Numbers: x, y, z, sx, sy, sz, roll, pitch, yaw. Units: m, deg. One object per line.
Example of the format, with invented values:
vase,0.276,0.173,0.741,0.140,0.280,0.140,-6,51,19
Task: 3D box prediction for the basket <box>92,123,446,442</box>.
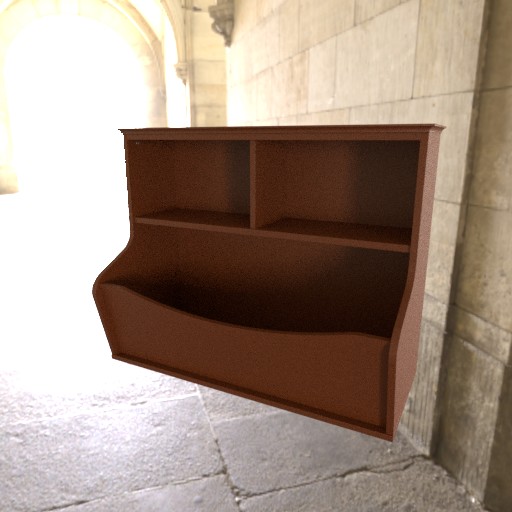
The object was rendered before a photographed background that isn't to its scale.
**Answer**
basket,0.000,0.000,1.115,0.792,0.625,0.376,8,17,26
